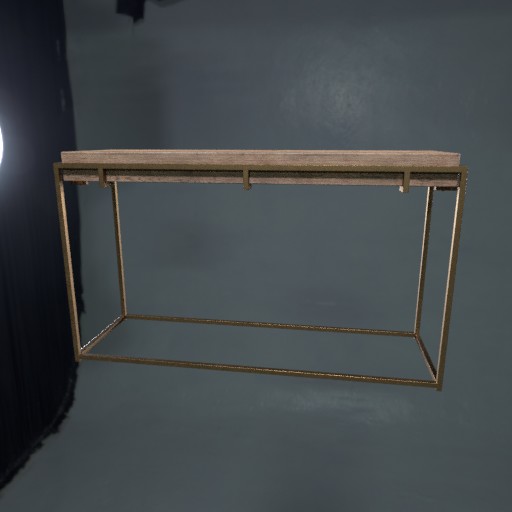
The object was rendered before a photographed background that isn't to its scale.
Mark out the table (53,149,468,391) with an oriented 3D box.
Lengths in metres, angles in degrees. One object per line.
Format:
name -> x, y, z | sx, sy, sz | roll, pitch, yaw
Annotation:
table -> 0.000, 0.000, 1.781 | 1.400, 0.820, 0.440 | 2, 15, 9
